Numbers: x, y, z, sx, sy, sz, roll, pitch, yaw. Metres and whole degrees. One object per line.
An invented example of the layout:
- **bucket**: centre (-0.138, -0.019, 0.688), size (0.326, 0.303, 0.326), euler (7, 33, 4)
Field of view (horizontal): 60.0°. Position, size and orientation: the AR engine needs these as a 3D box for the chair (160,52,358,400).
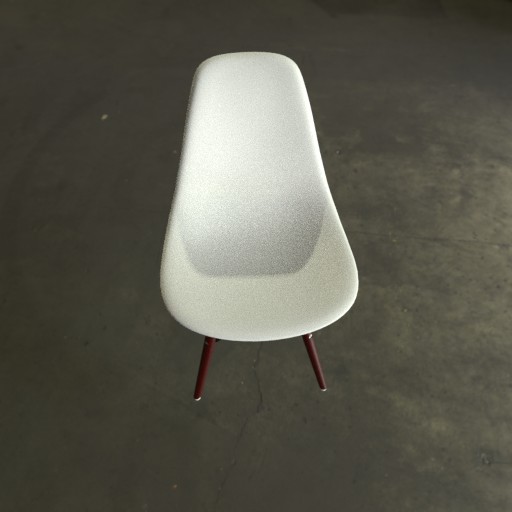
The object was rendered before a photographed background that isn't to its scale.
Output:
- **chair**: centre (0.000, 0.000, 1.151), size (0.470, 0.826, 0.533), euler (-4, 47, -3)
